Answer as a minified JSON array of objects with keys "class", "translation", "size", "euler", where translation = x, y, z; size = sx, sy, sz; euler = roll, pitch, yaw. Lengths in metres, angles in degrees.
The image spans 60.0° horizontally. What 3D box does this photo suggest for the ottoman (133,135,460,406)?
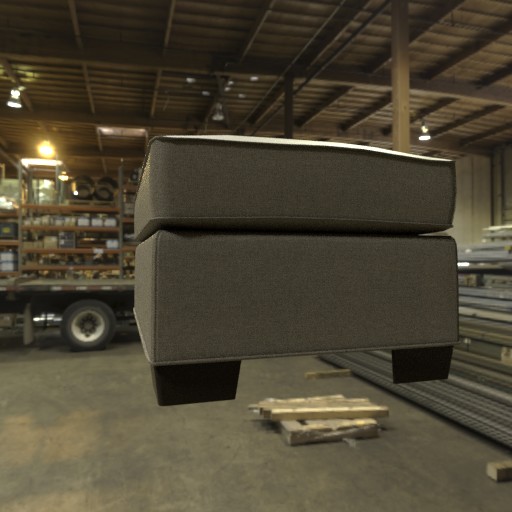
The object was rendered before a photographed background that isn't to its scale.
[{"class":"ottoman","translation":[0.000,0.000,1.199],"size":[0.619,0.504,0.843],"euler":[0,0,-17]}]
